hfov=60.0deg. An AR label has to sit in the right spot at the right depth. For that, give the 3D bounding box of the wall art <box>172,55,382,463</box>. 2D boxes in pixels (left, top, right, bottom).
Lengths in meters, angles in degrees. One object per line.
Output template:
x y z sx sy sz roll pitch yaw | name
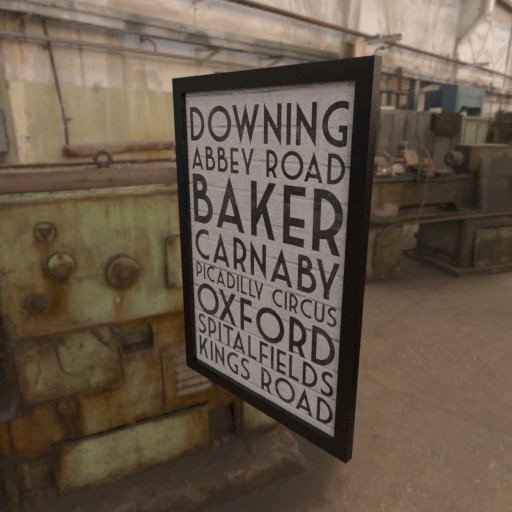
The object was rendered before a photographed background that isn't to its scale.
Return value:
0.000 0.000 0.841 0.462 0.656 0.019 16 23 43 | wall art
